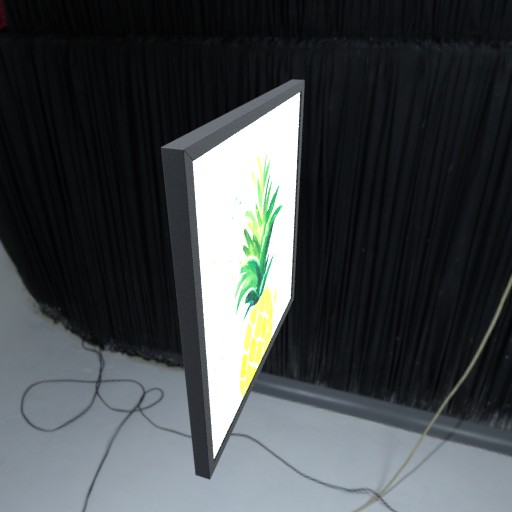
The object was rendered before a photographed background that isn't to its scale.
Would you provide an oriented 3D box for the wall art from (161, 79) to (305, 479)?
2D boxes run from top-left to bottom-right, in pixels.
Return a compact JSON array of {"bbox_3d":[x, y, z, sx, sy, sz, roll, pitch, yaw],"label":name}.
[{"bbox_3d":[0.000,0.000,1.146,0.037,0.760,0.762,9,30,16],"label":"wall art"}]
